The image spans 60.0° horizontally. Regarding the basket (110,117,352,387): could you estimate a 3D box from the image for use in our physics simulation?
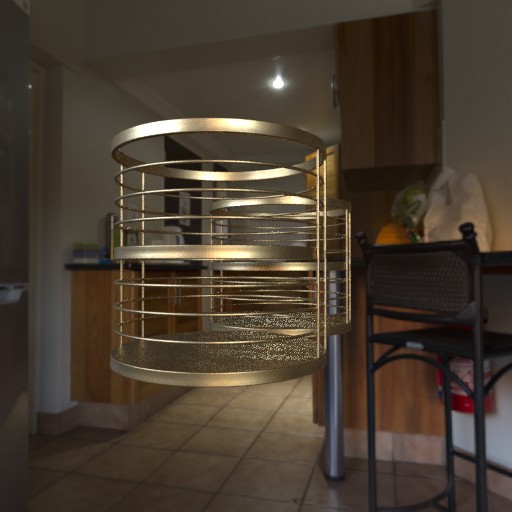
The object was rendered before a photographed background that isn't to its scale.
[{"bbox_3d":[0.000,0.000,0.938,0.356,0.351,0.746,0,-1,18],"label":"basket"}]
